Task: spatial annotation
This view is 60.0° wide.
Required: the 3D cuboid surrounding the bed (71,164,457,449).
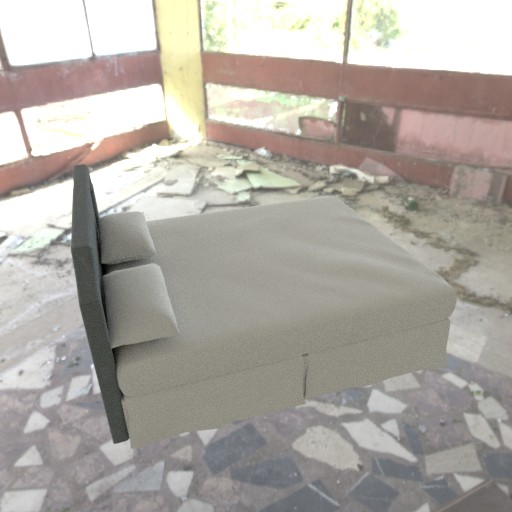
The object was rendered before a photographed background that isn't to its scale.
[{"bbox_3d":[0.000,0.000,3.479,2.464,1.306,1.977,-10,32,-16],"label":"bed"}]
